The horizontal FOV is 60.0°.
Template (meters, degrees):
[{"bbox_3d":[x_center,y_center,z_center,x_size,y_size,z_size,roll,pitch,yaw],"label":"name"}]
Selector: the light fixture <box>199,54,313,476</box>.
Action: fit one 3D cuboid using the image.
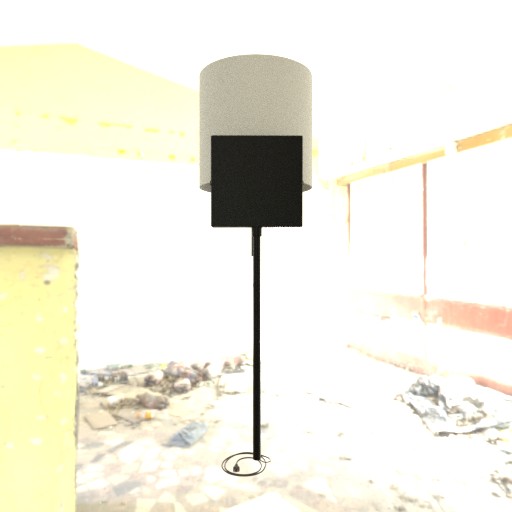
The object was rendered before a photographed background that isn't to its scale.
[{"bbox_3d":[0.000,0.000,0.710,0.188,0.589,0.248,0,0,-1],"label":"light fixture"}]
